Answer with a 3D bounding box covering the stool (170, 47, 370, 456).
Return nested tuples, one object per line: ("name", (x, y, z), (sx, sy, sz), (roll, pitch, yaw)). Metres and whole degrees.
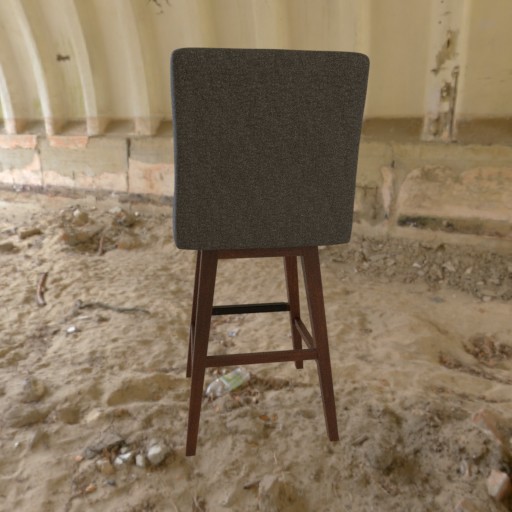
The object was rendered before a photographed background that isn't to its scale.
("stool", (0.000, 0.000, 1.343), (0.489, 1.068, 0.572), (-2, 16, -8))
